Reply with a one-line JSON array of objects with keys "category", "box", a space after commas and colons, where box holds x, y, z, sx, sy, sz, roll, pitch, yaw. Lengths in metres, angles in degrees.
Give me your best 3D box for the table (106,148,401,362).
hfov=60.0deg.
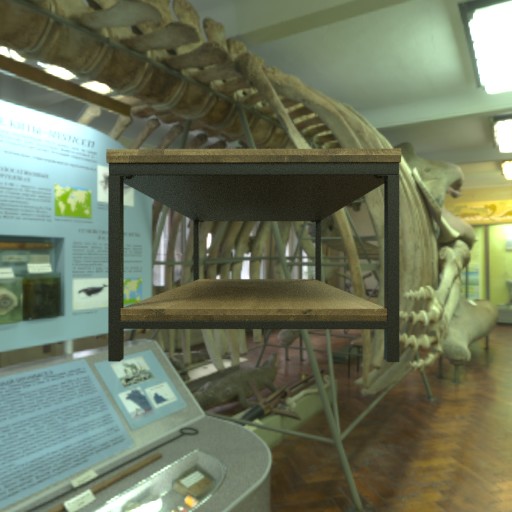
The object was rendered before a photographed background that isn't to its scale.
[{"category": "table", "box": [0.000, 0.000, 1.377, 0.551, 0.399, 1.100, 0, 0, 1]}]
